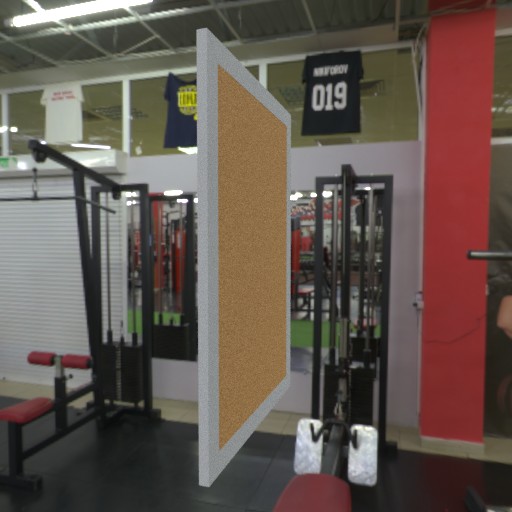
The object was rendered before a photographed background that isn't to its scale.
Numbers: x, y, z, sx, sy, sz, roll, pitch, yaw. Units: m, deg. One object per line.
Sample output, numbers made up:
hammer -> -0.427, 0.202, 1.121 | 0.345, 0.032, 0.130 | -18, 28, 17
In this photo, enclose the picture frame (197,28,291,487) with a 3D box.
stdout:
picture frame -> 0.000, 0.000, 0.598 | 0.011, 0.459, 0.326 | 1, 3, 19
